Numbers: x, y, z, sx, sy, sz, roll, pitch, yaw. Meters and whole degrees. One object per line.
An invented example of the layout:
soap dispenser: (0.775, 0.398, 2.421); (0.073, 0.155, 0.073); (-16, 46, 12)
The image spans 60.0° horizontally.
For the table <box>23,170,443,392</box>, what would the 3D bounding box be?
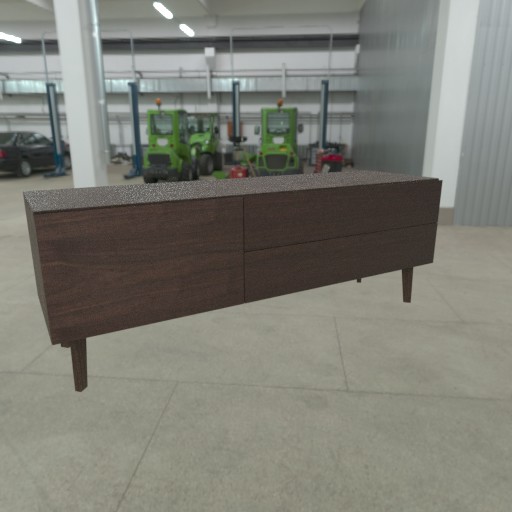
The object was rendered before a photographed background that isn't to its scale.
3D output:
table: (0.000, 0.000, 1.579); (1.397, 0.508, 0.405); (-9, 18, -29)
